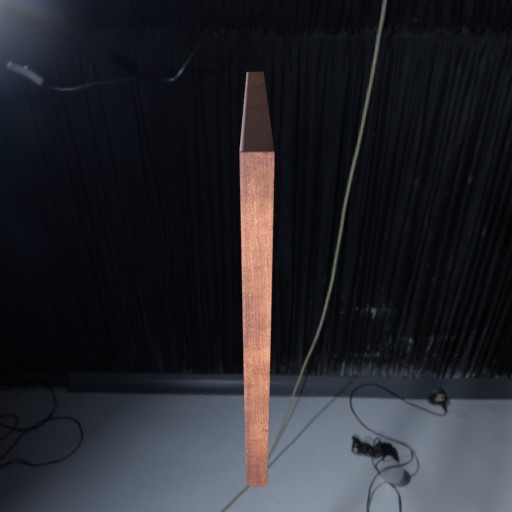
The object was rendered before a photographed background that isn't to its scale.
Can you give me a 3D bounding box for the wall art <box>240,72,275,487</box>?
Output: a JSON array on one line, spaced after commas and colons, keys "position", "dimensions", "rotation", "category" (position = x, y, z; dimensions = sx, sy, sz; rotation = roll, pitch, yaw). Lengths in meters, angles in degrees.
[{"position": [0.000, 0.000, 0.838], "dimensions": [0.037, 0.572, 0.554], "rotation": [0, 30, 0], "category": "wall art"}]
